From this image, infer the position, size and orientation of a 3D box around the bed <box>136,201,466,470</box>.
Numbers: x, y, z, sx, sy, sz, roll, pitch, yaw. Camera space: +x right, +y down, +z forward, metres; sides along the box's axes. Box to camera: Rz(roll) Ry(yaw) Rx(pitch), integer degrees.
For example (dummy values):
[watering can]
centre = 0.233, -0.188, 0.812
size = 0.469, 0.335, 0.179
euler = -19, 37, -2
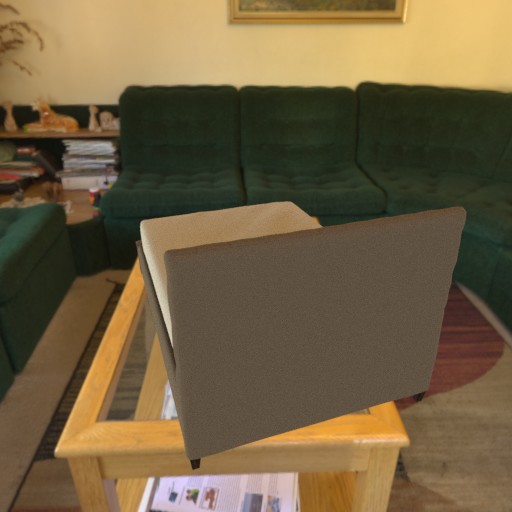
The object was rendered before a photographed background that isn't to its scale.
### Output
[bed]
centre = 0.000, 0.000, 3.508
size = 1.698, 1.427, 2.387
euler = -9, 29, -17
